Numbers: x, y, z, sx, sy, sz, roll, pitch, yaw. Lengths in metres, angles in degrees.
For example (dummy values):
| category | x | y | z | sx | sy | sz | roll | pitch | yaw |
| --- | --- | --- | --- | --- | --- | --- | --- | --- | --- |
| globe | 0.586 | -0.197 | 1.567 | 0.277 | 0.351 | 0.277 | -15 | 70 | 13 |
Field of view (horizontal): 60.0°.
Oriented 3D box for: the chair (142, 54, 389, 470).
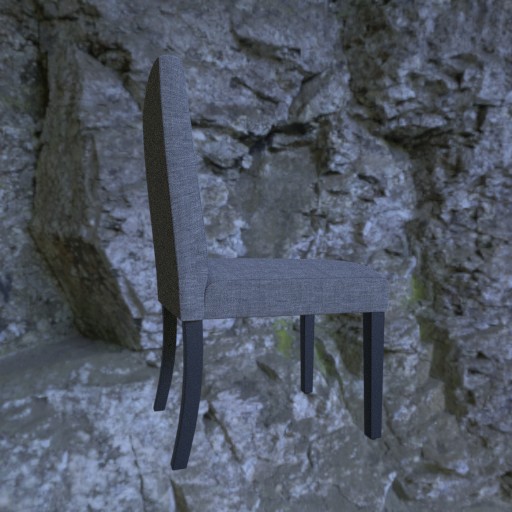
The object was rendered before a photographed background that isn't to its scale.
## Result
| category | x | y | z | sx | sy | sz | roll | pitch | yaw |
| --- | --- | --- | --- | --- | --- | --- | --- | --- | --- |
| chair | 0.000 | 0.000 | 1.222 | 0.580 | 0.917 | 0.451 | 0 | 0 | -19 |
